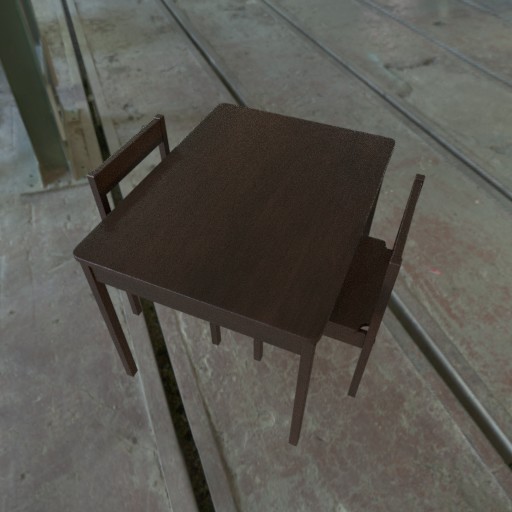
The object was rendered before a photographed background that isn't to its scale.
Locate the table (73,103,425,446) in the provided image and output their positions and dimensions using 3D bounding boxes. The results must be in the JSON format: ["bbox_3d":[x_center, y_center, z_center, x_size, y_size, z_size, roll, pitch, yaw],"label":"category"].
[{"bbox_3d":[0.000,0.000,1.131,0.672,0.503,0.650,17,49,16],"label":"table"}]
